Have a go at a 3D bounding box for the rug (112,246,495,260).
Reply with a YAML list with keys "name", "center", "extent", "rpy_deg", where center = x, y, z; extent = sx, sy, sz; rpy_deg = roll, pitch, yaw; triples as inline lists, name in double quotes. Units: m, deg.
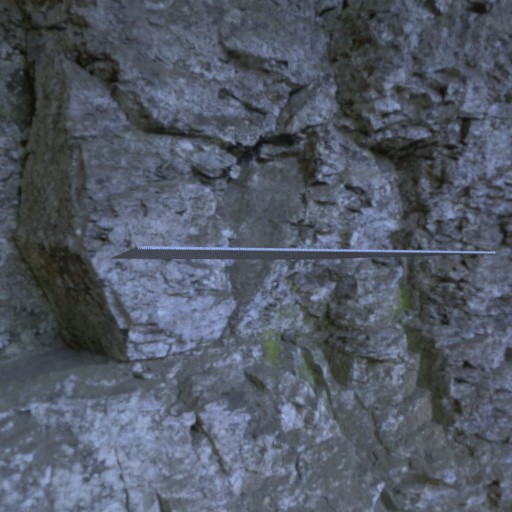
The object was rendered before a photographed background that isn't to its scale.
- name: "rug"
  center: [0.000, 0.000, 4.144]
  extent: [2.447, 0.017, 3.123]
  rpy_deg: [0, -1, -20]
